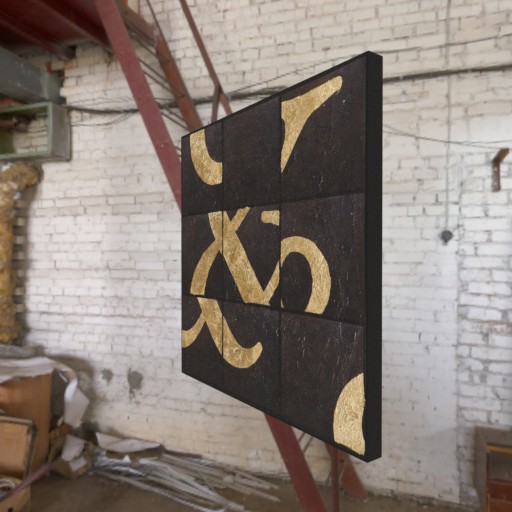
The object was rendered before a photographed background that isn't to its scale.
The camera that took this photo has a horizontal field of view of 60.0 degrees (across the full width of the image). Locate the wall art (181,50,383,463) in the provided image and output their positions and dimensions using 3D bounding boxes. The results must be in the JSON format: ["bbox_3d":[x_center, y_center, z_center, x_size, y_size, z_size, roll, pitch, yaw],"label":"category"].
[{"bbox_3d":[0.000,0.000,1.132,0.044,0.758,0.758,0,1,-36],"label":"wall art"}]
